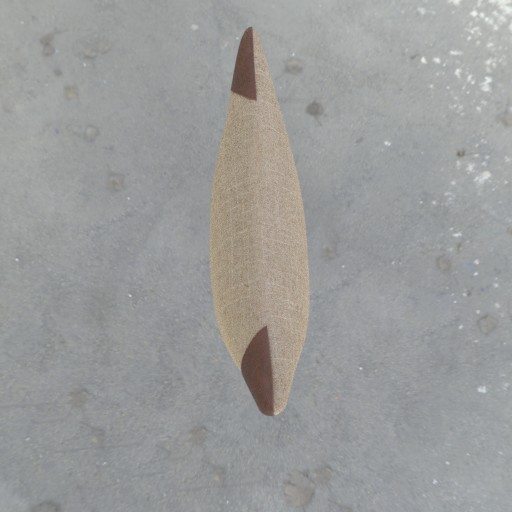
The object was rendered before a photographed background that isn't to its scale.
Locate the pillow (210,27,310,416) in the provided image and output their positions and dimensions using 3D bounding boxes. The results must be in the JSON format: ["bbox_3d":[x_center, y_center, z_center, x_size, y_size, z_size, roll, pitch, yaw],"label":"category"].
[{"bbox_3d":[0.000,0.000,0.672,0.147,0.448,0.437,-4,75,-1],"label":"pillow"}]
